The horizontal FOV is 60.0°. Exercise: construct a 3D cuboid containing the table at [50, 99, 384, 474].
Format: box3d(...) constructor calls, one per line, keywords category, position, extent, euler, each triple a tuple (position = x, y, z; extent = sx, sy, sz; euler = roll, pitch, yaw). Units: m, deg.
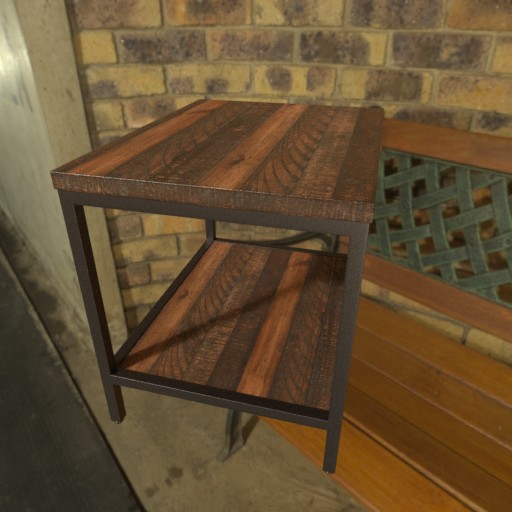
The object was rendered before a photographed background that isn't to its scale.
box3d(category="table", position=(0.000, 0.000, 1.107), extent=(0.524, 0.612, 0.678), euler=(8, 30, 13))
